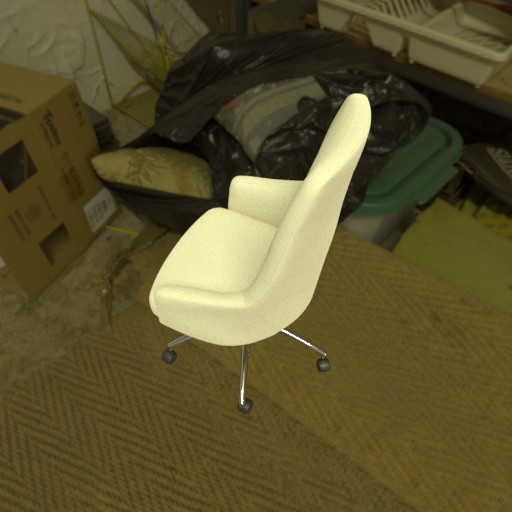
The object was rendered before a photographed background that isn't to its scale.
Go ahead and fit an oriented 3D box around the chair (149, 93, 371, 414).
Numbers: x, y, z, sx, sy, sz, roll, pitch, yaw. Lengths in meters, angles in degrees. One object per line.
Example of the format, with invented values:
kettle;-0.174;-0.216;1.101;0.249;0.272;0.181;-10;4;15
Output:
chair;0.000;0.000;1.459;0.640;1.049;0.620;16;49;14
